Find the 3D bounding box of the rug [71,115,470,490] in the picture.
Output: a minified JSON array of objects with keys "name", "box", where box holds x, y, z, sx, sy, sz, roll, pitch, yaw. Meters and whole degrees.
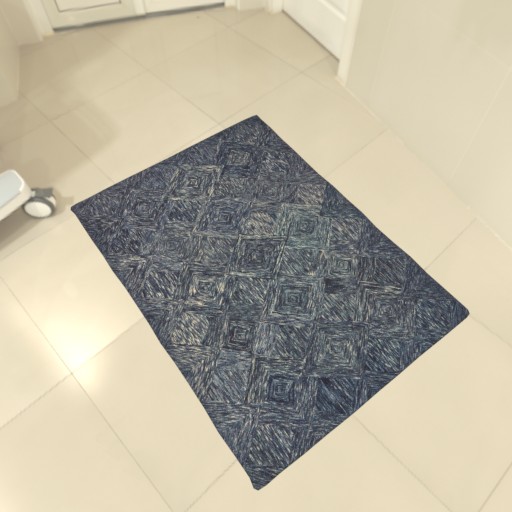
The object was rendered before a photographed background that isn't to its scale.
[{"name":"rug","box":[0.000,0.000,4.240,2.385,0.024,3.245,-32,63,-19]}]
